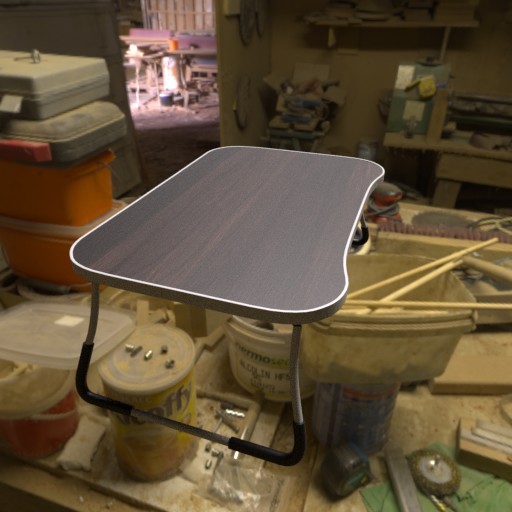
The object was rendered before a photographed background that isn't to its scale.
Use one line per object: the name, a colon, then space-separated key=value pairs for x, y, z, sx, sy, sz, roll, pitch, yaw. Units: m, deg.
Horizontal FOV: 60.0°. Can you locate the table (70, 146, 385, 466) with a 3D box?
table: x=0.000 y=0.000 z=0.847 sx=0.400 sy=0.232 sz=0.660 roll=10 pitch=32 yaw=17
